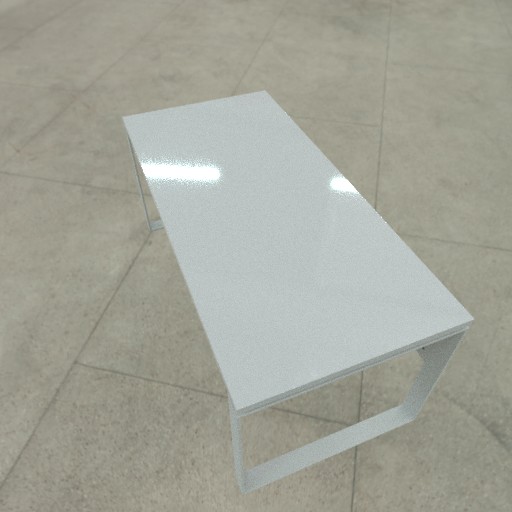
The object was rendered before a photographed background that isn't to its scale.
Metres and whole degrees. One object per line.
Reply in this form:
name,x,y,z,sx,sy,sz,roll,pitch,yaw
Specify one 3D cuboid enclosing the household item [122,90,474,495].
household item,0.000,0.000,2.109,0.800,0.745,1.700,-16,48,-15
